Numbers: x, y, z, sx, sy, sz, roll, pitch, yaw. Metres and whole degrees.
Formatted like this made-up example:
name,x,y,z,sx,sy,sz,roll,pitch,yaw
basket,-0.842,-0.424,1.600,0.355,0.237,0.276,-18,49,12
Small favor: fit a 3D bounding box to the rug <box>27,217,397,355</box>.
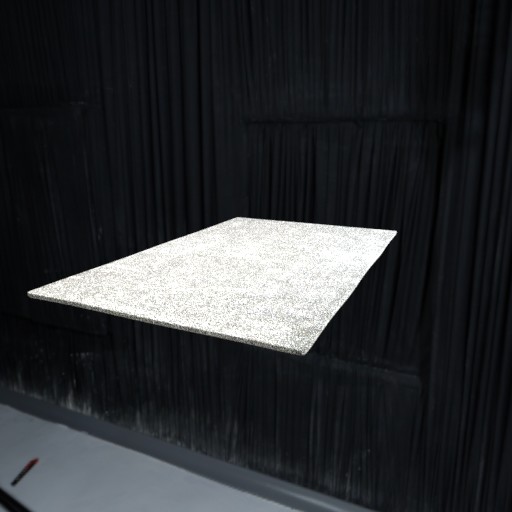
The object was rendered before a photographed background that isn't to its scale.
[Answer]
name,x,y,z,sx,sy,sz,roll,pitch,yaw
rug,0.000,0.000,2.986,1.502,0.025,2.350,7,17,24
